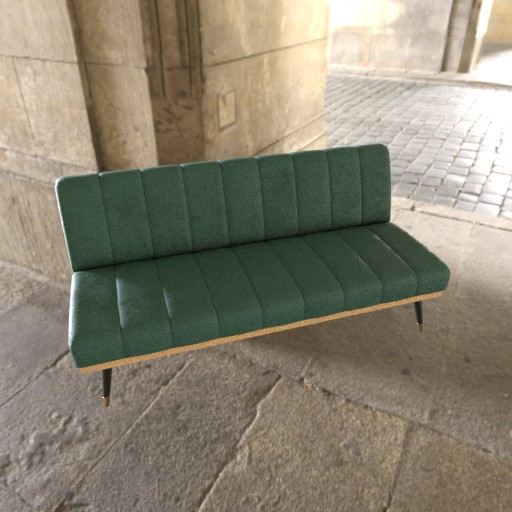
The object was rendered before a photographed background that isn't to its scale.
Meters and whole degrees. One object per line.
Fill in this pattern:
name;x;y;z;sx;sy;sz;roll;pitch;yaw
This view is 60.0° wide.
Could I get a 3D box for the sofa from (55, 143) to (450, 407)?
sofa;0.000;0.000;2.282;1.810;0.820;0.830;-9;33;-15
